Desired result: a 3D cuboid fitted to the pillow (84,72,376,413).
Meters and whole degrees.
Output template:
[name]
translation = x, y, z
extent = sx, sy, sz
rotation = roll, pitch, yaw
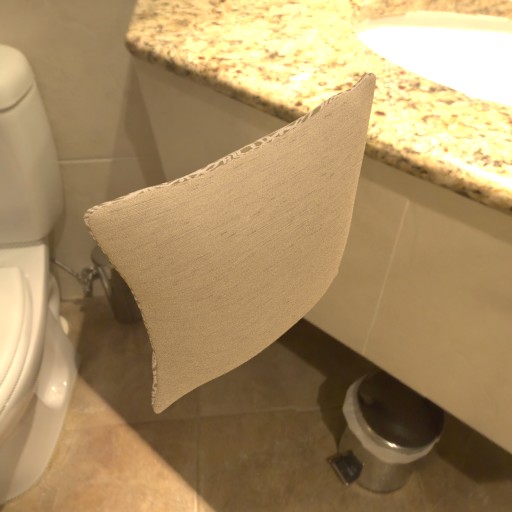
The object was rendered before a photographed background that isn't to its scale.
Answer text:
[pillow]
translation = 0.000, 0.000, 0.655
extent = 0.438, 0.421, 0.167
rotation = -33, 55, -27
